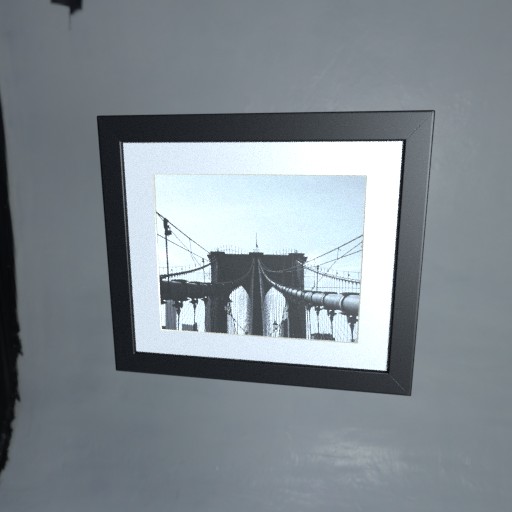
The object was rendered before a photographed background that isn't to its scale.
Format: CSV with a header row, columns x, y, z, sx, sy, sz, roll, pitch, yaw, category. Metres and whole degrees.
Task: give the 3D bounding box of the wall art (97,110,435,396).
x,y,z,sx,sy,sz,roll,pitch,yaw,category
0.000,0.000,0.732,0.521,0.450,0.018,2,13,10,wall art
